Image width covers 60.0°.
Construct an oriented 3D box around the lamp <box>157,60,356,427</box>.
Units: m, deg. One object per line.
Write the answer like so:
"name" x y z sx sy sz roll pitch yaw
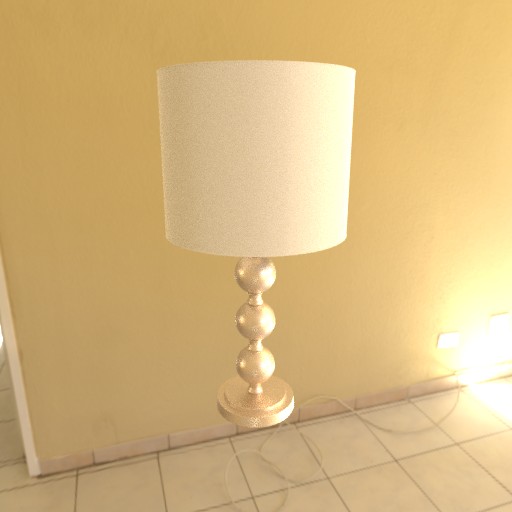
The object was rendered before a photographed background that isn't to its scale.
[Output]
"lamp" 0.000 0.000 0.702 0.277 0.538 0.277 -9 19 -27
